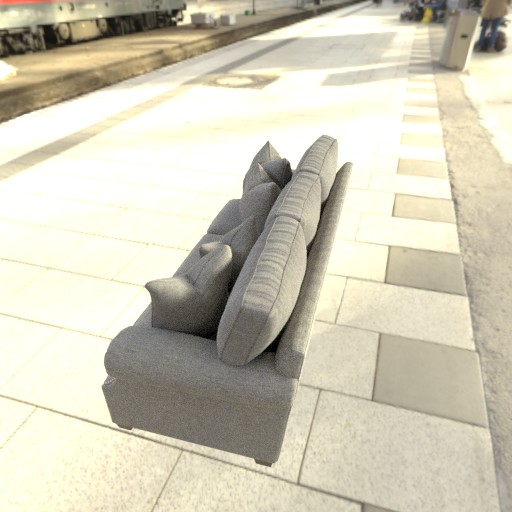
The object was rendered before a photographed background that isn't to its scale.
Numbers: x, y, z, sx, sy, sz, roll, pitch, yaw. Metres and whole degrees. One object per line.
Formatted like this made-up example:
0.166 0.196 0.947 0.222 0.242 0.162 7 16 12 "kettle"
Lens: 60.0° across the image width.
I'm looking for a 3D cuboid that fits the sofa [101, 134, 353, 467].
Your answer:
0.000 0.000 2.784 0.965 0.975 2.312 8 33 13 "sofa"
